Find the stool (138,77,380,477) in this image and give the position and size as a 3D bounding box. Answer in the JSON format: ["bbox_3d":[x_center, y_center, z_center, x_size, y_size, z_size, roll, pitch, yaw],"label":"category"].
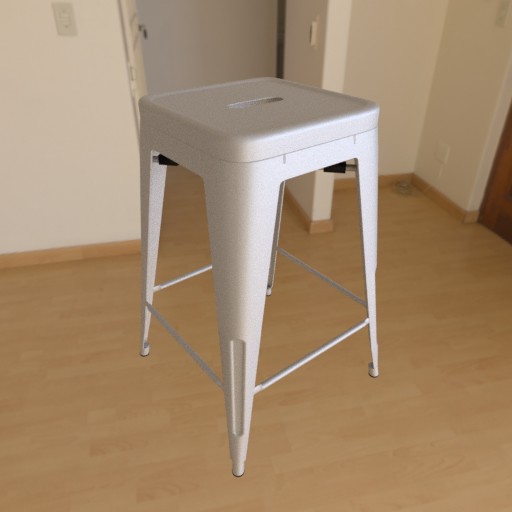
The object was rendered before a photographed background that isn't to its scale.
[{"bbox_3d":[0.000,0.000,0.891,0.410,0.608,0.410,-23,39,-31],"label":"stool"}]
